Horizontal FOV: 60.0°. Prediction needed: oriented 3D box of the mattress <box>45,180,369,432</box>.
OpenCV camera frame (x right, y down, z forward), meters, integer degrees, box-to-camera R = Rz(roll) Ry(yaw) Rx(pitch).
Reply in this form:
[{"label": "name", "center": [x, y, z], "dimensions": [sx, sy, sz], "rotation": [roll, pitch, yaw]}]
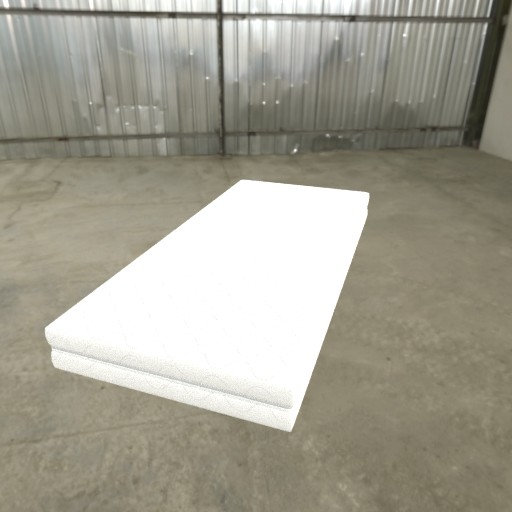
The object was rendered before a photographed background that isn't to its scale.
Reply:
[{"label": "mattress", "center": [0.000, 0.000, 2.242], "dimensions": [0.900, 0.200, 1.900], "rotation": [9, 28, 17]}]
